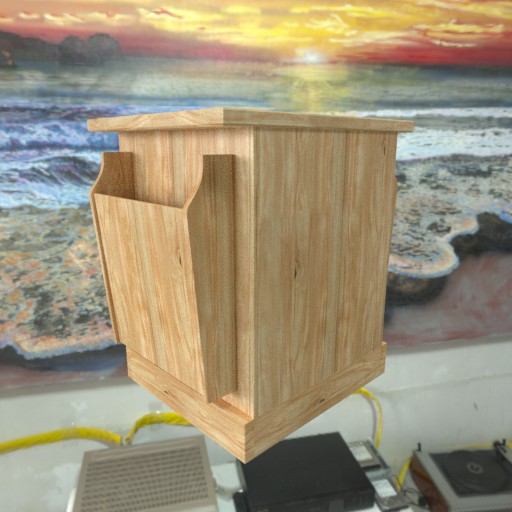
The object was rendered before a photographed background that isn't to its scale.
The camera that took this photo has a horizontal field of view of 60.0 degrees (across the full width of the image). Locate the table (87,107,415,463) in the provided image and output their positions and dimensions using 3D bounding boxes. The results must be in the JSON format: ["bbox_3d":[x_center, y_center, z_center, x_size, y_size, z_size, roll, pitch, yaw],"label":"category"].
[{"bbox_3d":[0.000,0.000,0.878,0.530,0.515,0.380,-13,19,-42],"label":"table"}]
